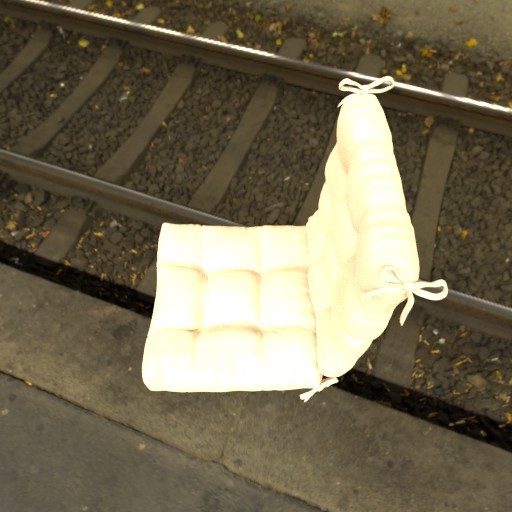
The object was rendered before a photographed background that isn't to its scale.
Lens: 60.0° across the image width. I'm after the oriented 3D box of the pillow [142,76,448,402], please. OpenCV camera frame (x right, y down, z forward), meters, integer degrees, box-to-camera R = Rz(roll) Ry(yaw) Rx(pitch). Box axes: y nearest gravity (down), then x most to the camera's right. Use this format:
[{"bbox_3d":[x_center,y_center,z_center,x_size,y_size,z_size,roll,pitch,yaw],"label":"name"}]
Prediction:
[{"bbox_3d":[0.000,0.000,1.012,0.571,0.605,0.519,0,58,0],"label":"pillow"}]
